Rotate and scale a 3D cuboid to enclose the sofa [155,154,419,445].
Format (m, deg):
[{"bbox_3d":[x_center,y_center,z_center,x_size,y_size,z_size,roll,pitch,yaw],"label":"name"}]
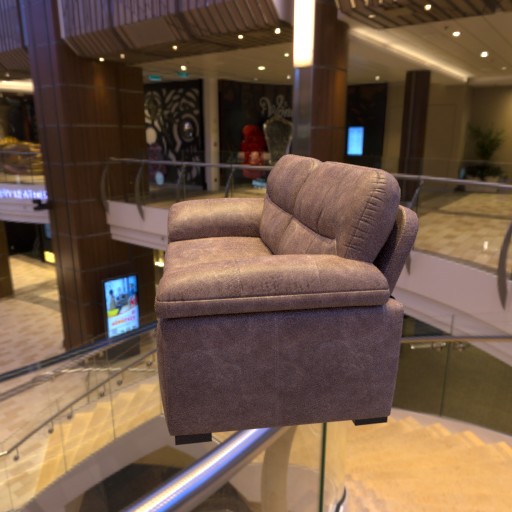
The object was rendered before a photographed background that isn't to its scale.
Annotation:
[{"bbox_3d":[0.000,0.000,2.345,0.991,0.991,1.753,-2,15,-9],"label":"sofa"}]
